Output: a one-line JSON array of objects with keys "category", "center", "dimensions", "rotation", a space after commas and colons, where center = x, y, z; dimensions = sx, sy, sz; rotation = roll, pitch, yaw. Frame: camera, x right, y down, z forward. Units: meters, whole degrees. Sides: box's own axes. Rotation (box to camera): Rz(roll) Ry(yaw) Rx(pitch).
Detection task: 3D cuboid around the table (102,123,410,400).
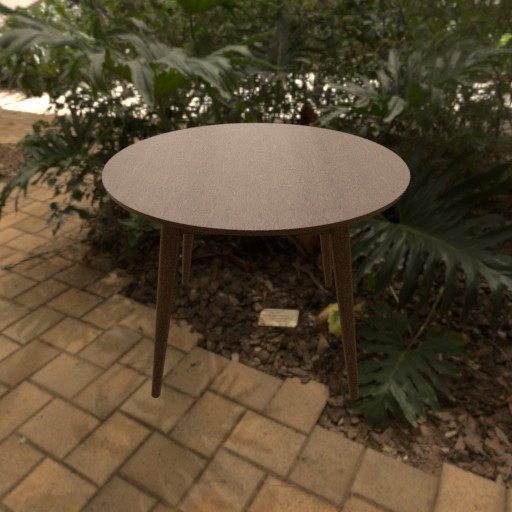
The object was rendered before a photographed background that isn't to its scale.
[{"category": "table", "center": [0.000, 0.000, 1.779], "dimensions": [1.053, 0.786, 1.053], "rotation": [0, 31, 0]}]
